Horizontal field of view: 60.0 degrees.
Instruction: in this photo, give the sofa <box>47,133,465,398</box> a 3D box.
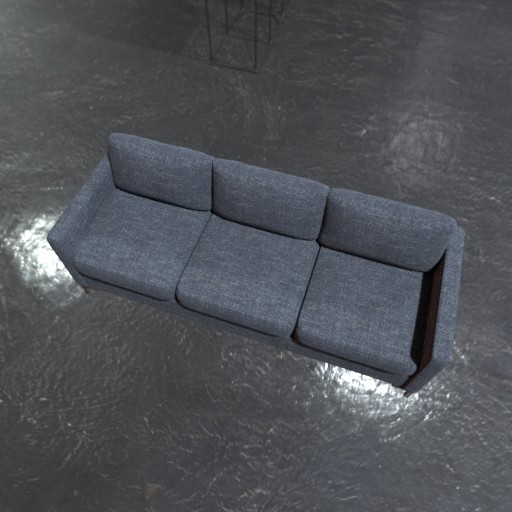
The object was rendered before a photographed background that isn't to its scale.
[{"bbox_3d":[0.000,0.000,2.662,2.218,0.874,0.859,16,59,10],"label":"sofa"}]
